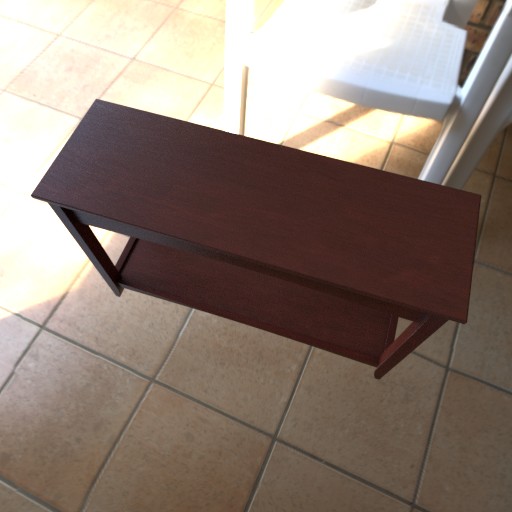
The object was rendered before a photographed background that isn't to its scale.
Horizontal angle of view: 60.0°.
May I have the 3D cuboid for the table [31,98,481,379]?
[{"bbox_3d":[0.000,0.000,1.553,1.188,0.739,0.392,16,64,8],"label":"table"}]
